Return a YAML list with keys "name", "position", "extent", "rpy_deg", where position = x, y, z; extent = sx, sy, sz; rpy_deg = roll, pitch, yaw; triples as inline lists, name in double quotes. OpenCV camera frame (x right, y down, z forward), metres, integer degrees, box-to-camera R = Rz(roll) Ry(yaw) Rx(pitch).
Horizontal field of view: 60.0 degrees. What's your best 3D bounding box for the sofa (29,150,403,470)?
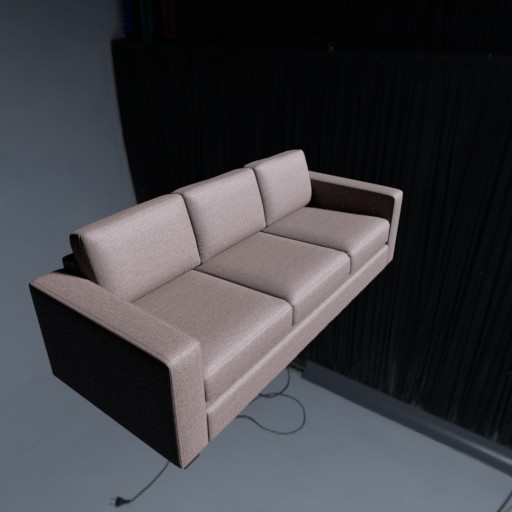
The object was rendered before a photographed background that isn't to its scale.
- name: "sofa"
  position: [0.000, 0.000, 2.529]
  extent: [0.900, 0.806, 2.160]
  rpy_deg: [19, 33, 32]
